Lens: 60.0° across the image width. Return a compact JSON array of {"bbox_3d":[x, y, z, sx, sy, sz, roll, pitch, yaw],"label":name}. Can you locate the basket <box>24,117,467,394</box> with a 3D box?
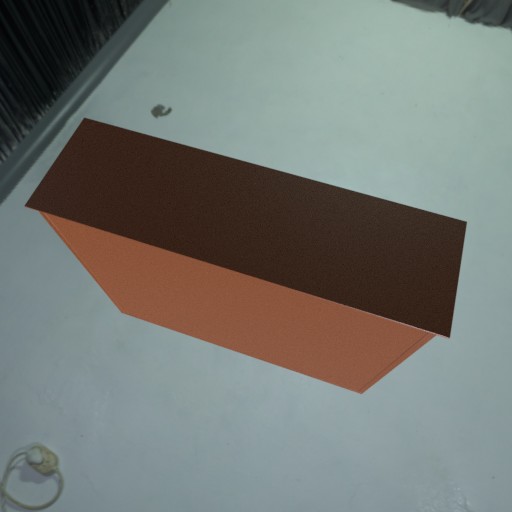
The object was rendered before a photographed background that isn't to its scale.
[{"bbox_3d":[0.000,0.000,1.135,0.792,0.625,0.376,17,65,8],"label":"basket"}]
